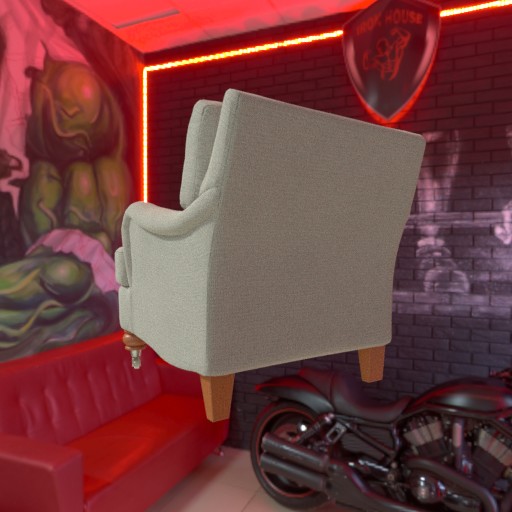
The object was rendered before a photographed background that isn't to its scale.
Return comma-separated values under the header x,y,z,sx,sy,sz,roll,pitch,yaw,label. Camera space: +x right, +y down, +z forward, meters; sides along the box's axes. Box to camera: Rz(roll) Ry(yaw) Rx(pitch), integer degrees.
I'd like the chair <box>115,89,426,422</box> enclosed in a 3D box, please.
x,y,z,sx,sy,sz,roll,pitch,yaw,label
0.000,0.000,1.894,0.955,1.038,1.070,-1,1,-35,chair
